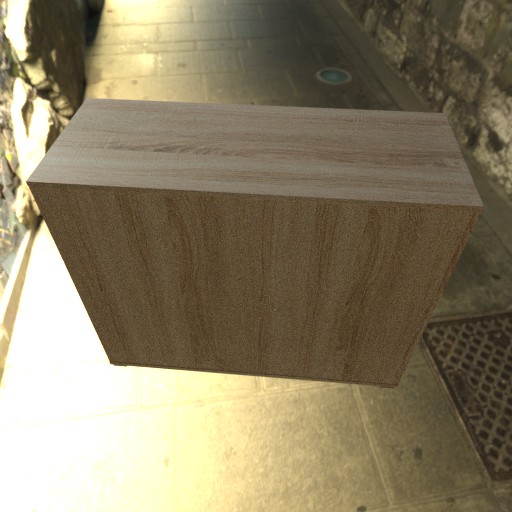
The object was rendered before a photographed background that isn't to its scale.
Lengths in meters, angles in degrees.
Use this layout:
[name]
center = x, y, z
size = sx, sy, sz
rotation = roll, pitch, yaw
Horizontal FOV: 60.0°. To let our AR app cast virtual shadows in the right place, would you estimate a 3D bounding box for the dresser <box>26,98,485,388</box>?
[dresser]
center = 0.000, 0.000, 1.537
size = 1.100, 0.900, 0.450
rotation = 4, 46, 3
